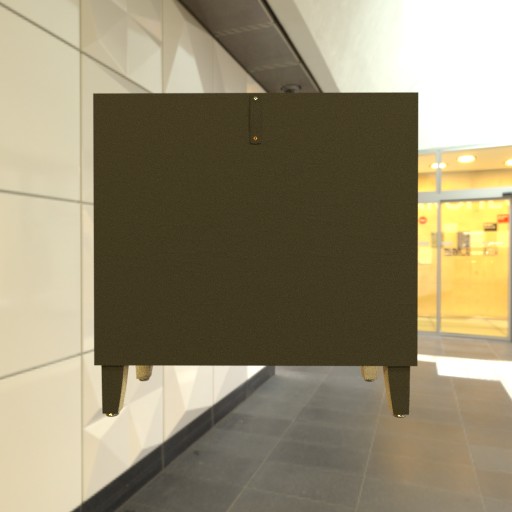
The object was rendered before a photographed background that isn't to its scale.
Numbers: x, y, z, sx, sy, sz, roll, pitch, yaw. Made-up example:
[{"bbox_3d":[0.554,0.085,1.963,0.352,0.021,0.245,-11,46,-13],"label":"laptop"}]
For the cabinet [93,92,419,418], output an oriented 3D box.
[{"bbox_3d":[0.000,0.000,1.247,0.781,0.787,0.370,0,1,1],"label":"cabinet"}]
